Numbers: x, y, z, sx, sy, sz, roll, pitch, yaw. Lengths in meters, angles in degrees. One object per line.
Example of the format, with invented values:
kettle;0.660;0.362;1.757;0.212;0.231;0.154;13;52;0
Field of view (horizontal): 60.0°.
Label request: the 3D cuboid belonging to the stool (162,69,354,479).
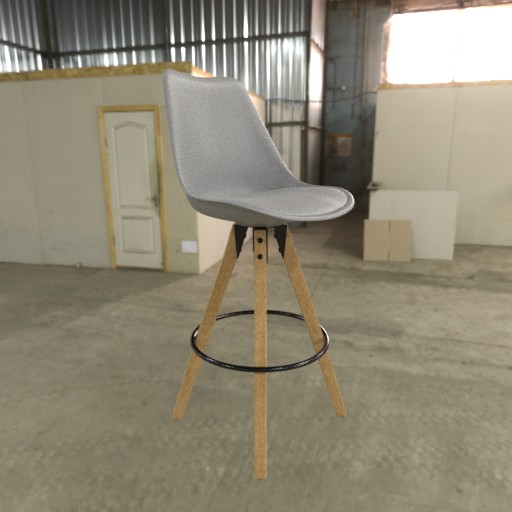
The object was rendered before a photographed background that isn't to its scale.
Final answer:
stool;0.000;0.000;1.387;0.550;1.115;0.485;14;20;43
